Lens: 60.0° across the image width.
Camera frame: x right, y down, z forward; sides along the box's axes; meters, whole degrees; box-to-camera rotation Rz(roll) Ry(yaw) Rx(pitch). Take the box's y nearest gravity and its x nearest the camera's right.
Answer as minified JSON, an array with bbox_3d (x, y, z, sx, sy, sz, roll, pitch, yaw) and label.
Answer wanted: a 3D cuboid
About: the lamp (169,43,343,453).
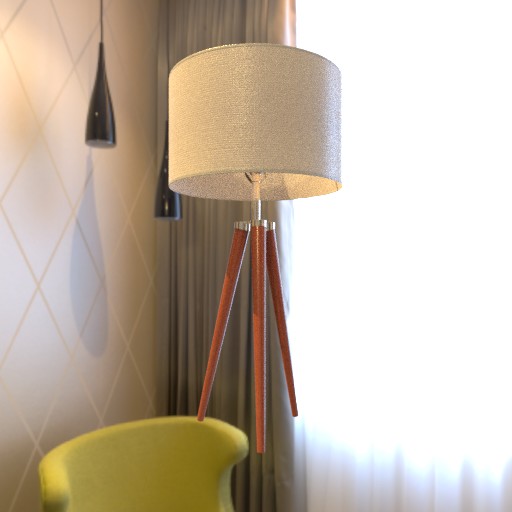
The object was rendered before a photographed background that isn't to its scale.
[{"bbox_3d":[0.000,0.000,0.915,0.355,0.709,0.354,0,-1,1],"label":"lamp"}]
